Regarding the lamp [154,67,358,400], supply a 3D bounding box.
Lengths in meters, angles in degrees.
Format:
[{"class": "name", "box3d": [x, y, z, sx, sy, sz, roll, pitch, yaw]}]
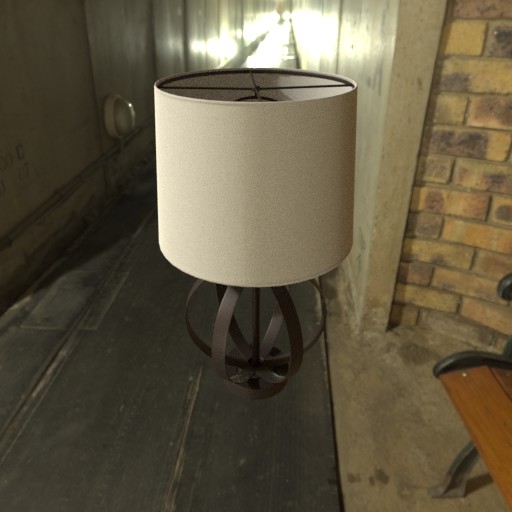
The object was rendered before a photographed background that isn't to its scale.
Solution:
[{"class": "lamp", "box3d": [0.000, 0.000, 0.688, 0.286, 0.510, 0.286, 0, 31, 0]}]
